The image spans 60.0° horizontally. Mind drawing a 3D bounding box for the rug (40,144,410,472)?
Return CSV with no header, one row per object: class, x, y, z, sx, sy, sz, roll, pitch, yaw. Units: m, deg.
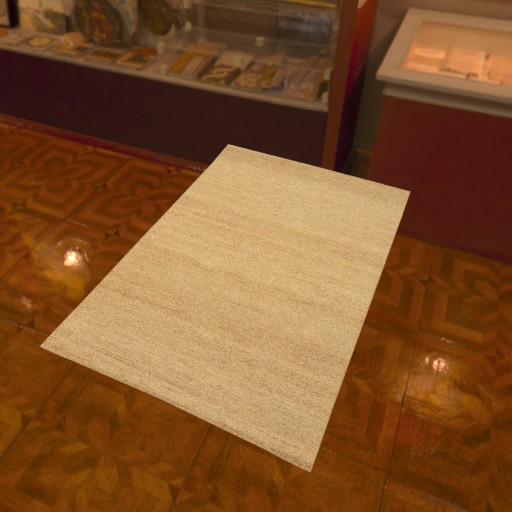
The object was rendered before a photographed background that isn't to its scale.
rug,0.000,0.000,2.950,1.596,0.030,2.283,19,49,17
